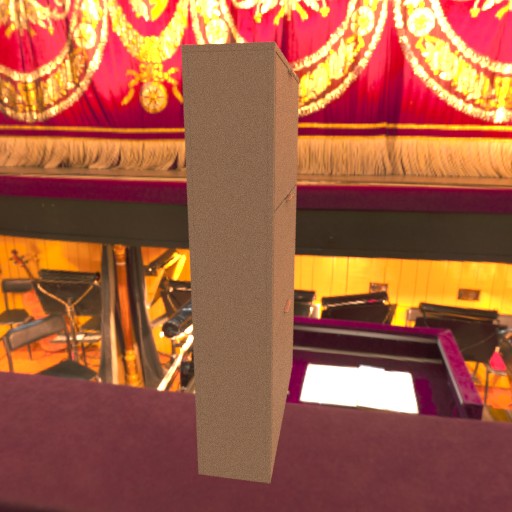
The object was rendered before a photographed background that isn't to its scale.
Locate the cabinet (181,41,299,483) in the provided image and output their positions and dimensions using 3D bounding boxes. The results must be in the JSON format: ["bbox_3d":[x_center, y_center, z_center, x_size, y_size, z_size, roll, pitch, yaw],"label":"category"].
[{"bbox_3d":[0.000,0.000,1.608,0.250,1.280,0.750,3,16,9],"label":"cabinet"}]
